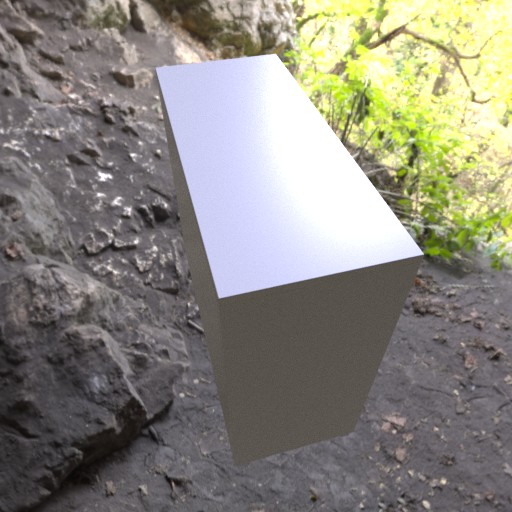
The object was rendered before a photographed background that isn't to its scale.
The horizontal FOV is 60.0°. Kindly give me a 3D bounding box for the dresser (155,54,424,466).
[{"bbox_3d":[0.000,0.000,1.651,0.460,1.000,1.100,-11,48,-11],"label":"dresser"}]
